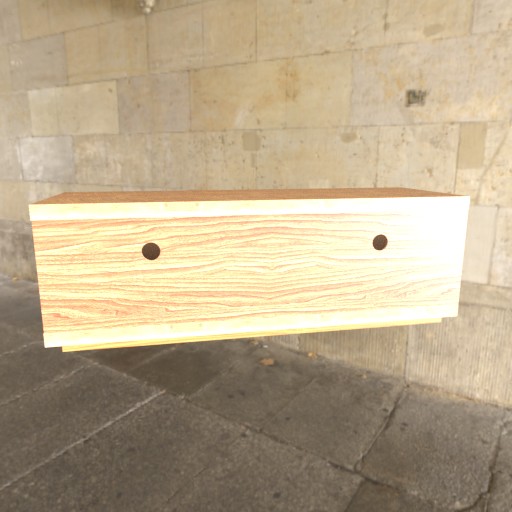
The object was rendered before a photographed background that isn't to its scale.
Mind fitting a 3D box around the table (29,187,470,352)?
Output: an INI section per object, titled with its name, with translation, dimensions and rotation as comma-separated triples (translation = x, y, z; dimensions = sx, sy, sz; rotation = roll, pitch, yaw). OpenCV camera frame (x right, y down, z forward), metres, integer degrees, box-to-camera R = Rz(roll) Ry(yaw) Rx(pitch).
[table]
translation = 0.000, 0.000, 1.771
dimensions = 1.499, 0.491, 0.499
rotation = -2, 13, -11
